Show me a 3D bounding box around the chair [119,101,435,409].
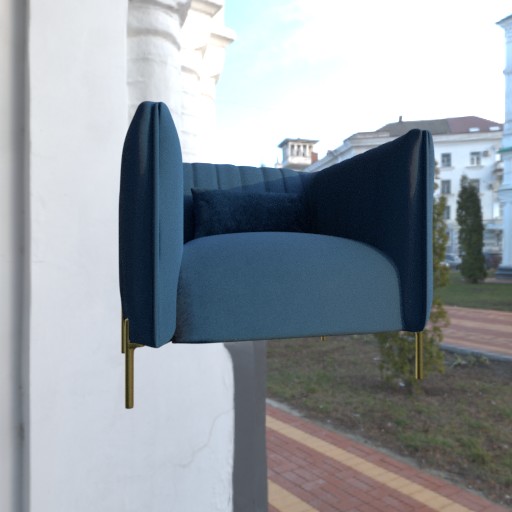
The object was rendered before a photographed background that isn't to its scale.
[{"bbox_3d":[0.000,0.000,1.603,0.947,0.793,0.877,0,0,-18],"label":"chair"}]
